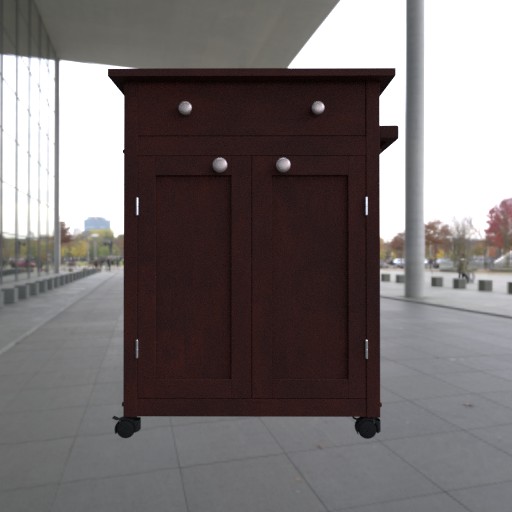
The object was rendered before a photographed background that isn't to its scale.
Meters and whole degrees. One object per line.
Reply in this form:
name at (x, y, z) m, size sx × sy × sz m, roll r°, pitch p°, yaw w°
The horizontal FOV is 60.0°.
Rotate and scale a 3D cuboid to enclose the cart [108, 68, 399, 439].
cart at (0.000, 0.000, 1.240) m, size 0.683 × 0.864 × 0.442 m, roll 0°, pitch 0°, yaw 0°
